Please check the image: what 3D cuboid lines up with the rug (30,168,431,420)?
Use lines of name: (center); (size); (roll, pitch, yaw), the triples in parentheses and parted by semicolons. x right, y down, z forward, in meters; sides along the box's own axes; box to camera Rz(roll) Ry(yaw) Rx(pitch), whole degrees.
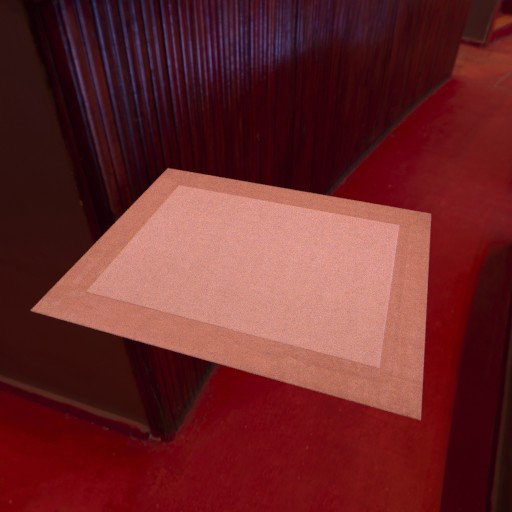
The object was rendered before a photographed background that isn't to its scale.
rug: (0.000, 0.000, 4.110); (3.048, 0.014, 2.438); (12, 42, 14)
